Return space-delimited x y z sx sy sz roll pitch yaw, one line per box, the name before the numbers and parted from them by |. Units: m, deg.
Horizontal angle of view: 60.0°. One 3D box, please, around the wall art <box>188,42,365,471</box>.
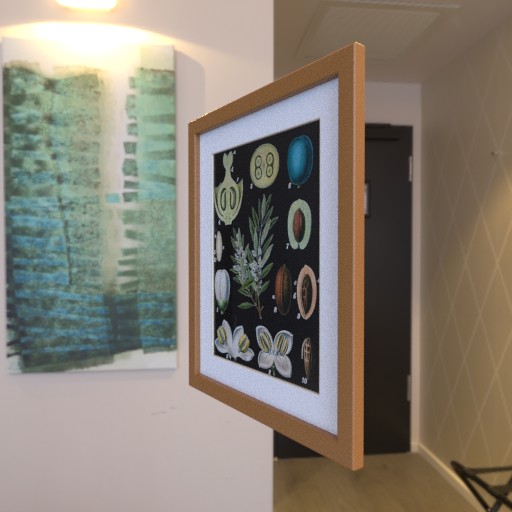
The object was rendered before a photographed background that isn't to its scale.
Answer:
wall art | 0.000 0.000 0.519 0.015 0.379 0.310 -1 1 -36
